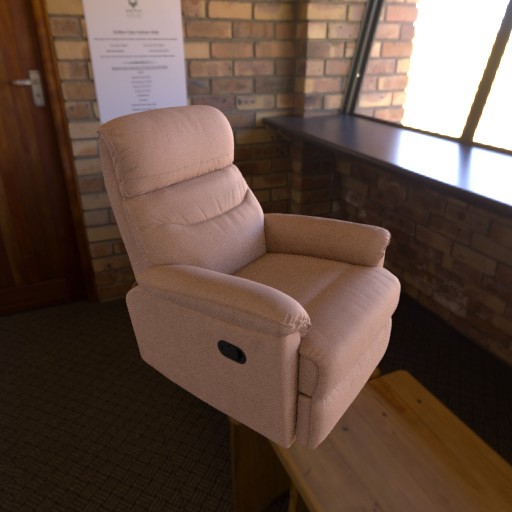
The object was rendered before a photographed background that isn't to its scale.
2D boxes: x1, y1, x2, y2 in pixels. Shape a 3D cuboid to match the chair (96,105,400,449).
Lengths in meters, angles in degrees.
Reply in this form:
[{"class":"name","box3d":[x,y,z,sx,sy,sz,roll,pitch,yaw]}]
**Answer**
[{"class":"chair","box3d":[0.000,0.000,1.715,1.004,1.037,0.820,17,30,31]}]
